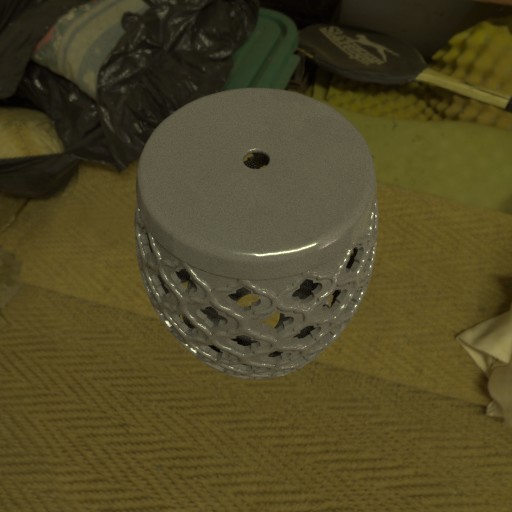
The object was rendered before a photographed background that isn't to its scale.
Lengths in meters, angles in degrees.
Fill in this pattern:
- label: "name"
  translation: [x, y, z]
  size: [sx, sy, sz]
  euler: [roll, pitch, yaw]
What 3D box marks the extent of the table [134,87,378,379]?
- label: "table"
  translation: [0.000, 0.000, 0.646]
  size: [0.325, 0.388, 0.325]
  euler: [0, 57, 0]
